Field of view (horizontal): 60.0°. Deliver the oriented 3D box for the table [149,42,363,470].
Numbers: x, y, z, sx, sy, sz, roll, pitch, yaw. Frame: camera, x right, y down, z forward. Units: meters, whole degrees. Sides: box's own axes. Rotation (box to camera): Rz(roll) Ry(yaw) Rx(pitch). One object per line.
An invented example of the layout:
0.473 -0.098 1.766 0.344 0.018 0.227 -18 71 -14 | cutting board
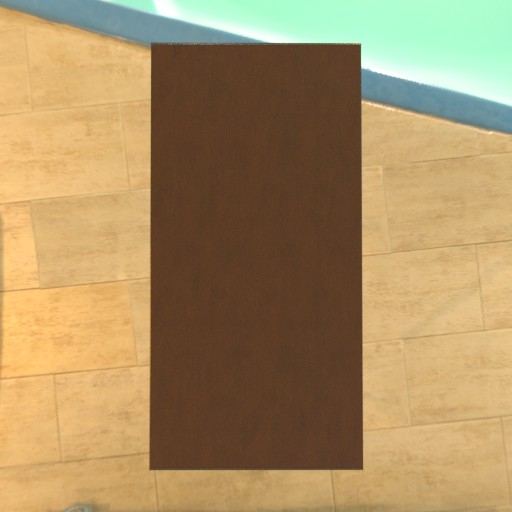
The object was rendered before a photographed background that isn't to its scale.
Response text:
0.000 0.000 1.463 0.594 0.459 1.197 0 89 0 | table
